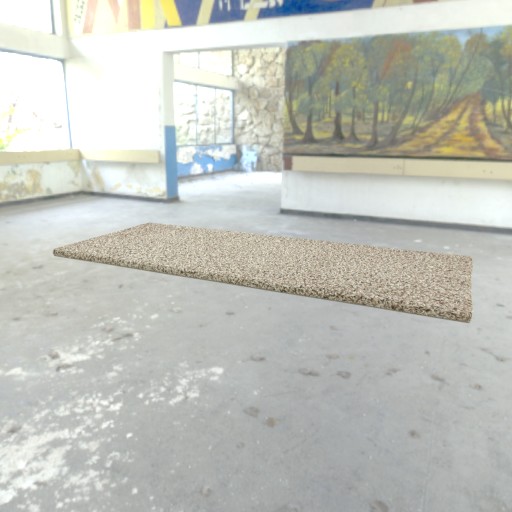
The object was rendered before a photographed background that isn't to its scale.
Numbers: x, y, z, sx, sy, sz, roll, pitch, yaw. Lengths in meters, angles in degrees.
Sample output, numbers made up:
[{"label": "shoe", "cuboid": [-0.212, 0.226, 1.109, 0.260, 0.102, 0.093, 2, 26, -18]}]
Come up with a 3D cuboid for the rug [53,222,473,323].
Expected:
[{"label": "rug", "cuboid": [0.000, 0.000, 1.721, 1.524, 0.030, 0.609, 7, 17, 24]}]
